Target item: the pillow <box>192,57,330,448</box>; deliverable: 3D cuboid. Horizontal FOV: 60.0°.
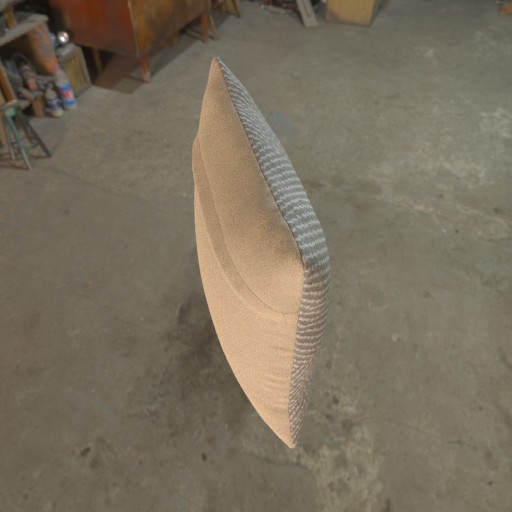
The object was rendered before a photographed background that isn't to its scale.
[{"bbox_3d":[0.000,0.000,0.710,0.181,0.458,0.459,-10,47,-9],"label":"pillow"}]
